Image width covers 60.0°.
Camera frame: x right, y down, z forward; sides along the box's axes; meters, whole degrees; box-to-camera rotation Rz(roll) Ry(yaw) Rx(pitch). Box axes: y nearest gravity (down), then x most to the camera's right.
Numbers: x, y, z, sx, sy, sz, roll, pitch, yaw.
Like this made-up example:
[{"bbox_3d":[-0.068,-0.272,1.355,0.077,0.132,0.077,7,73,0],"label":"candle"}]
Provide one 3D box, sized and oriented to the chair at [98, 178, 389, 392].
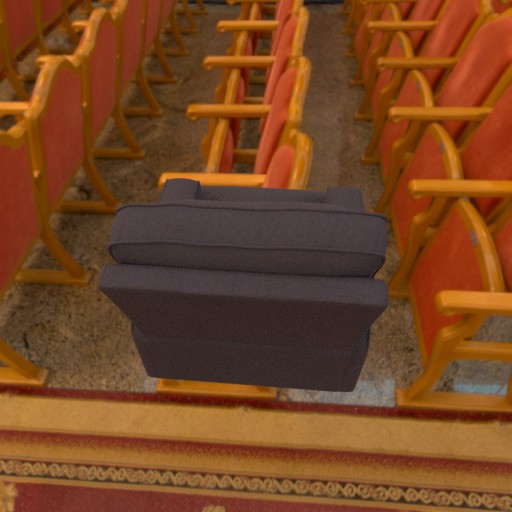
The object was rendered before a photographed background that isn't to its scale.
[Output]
[{"bbox_3d":[0.000,0.000,1.699,0.861,0.962,0.964,3,46,3],"label":"chair"}]
